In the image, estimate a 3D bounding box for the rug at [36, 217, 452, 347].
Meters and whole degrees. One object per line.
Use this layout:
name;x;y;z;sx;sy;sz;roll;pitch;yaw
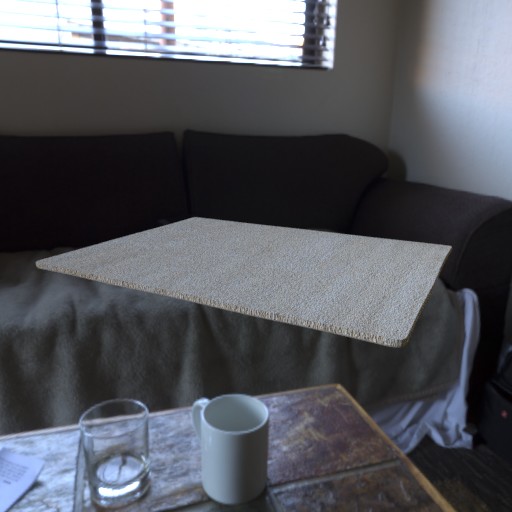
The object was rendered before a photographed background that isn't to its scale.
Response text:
rug;0.000;0.000;2.098;1.600;0.025;1.199;9;18;28
